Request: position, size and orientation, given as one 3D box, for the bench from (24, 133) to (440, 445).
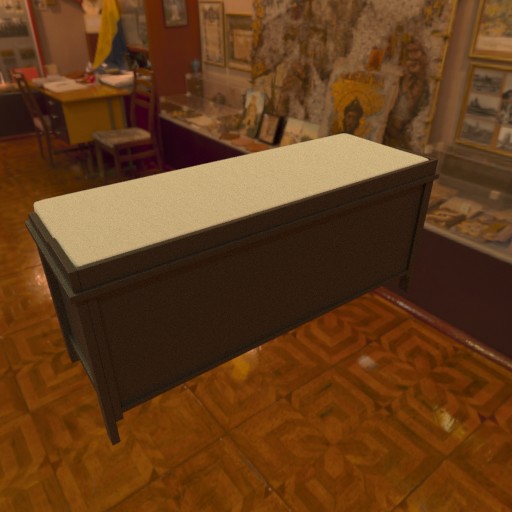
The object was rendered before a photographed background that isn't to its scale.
[{"bbox_3d":[0.000,0.000,1.357,1.140,0.501,0.398,-20,36,-30],"label":"bench"}]
